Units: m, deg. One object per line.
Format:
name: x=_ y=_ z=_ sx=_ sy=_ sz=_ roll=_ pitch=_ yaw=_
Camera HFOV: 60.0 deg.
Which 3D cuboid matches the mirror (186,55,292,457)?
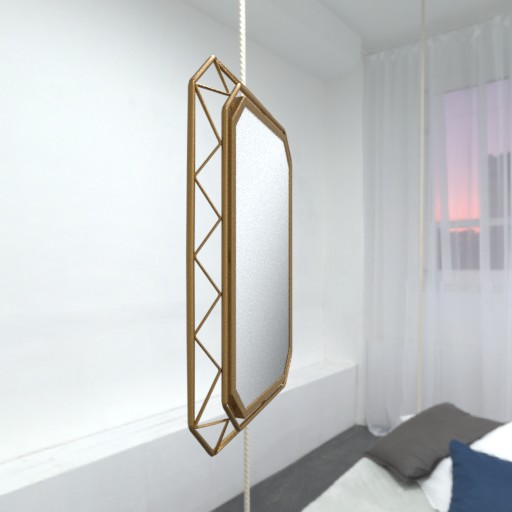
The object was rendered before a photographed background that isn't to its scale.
mirror: x=0.000 y=0.000 z=0.743 sx=0.042 sy=0.566 sz=0.417 roll=0 pitch=-1 yaw=19
